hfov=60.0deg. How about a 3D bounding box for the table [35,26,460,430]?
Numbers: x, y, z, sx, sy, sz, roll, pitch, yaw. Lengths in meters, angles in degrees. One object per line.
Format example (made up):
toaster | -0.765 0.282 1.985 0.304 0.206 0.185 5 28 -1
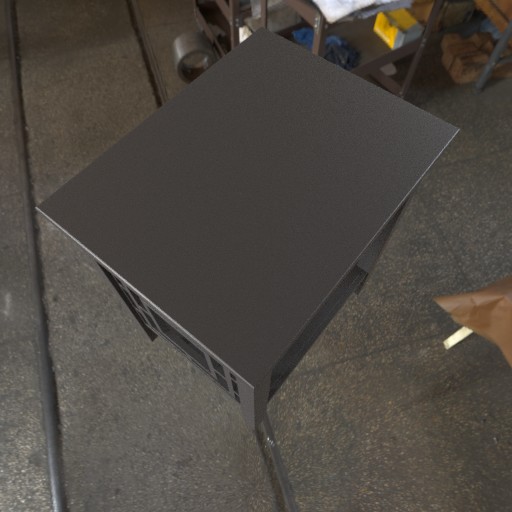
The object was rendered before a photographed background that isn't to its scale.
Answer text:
table | 0.000 0.000 1.011 0.451 0.646 0.564 36 68 17
